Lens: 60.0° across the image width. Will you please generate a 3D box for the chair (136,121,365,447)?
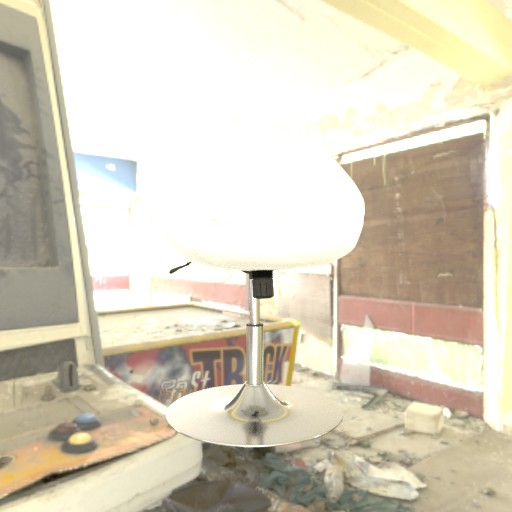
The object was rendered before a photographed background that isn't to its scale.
[{"bbox_3d":[0.000,0.000,1.809,0.940,1.261,0.736,0,0,-18],"label":"chair"}]
